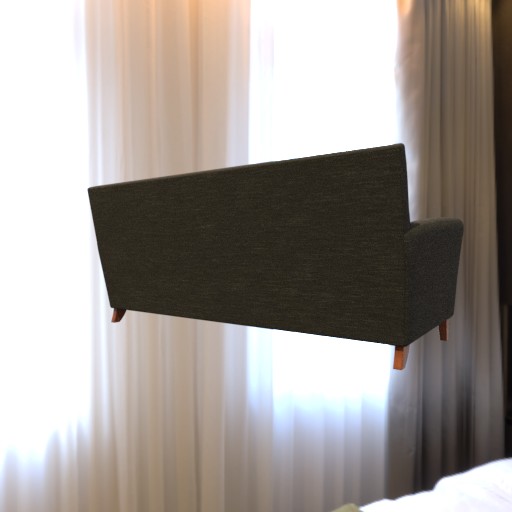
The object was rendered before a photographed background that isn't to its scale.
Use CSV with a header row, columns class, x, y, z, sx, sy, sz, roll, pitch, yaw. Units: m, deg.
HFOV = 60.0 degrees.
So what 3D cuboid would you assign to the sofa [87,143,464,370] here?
class,x,y,z,sx,sy,sz,roll,pitch,yaw
sofa,0.000,0.000,2.474,1.976,0.846,0.875,1,1,37
